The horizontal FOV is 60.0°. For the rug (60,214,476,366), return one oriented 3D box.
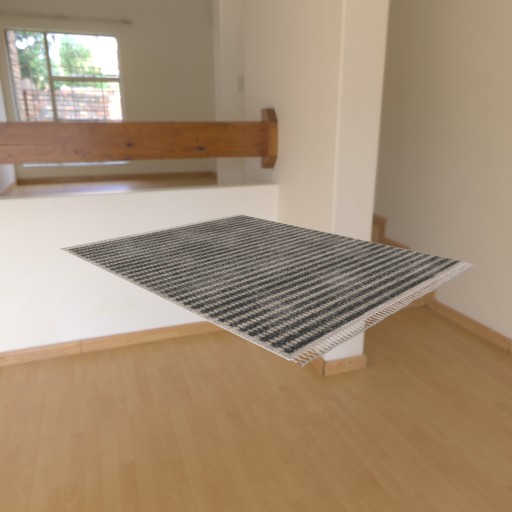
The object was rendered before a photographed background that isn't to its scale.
[{"bbox_3d":[0.000,0.000,3.885,2.256,0.013,2.910,-16,23,-42],"label":"rug"}]
